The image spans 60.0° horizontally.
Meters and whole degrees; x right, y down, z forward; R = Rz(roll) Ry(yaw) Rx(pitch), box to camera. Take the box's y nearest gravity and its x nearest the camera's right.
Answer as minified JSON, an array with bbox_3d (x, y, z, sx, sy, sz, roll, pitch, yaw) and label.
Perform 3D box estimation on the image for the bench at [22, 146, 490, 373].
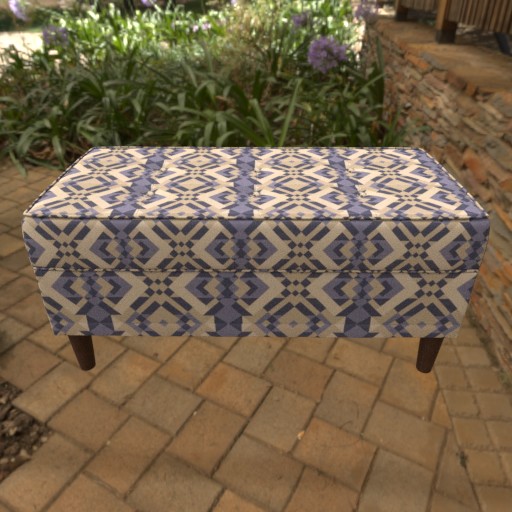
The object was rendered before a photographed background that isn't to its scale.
[{"bbox_3d":[0.000,0.000,1.242,1.016,0.477,0.492,0,31,0],"label":"bench"}]
